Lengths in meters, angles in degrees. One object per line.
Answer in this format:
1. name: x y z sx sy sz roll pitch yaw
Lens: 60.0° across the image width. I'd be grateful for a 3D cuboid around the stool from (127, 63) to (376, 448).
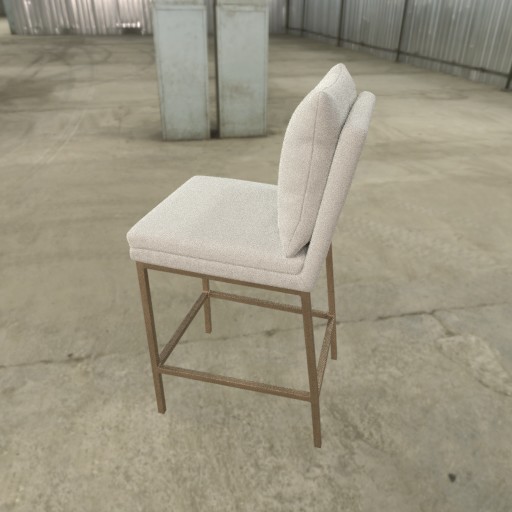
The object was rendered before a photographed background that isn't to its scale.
1. stool: 0.000 0.000 1.328 0.572 1.032 0.463 8 31 13
